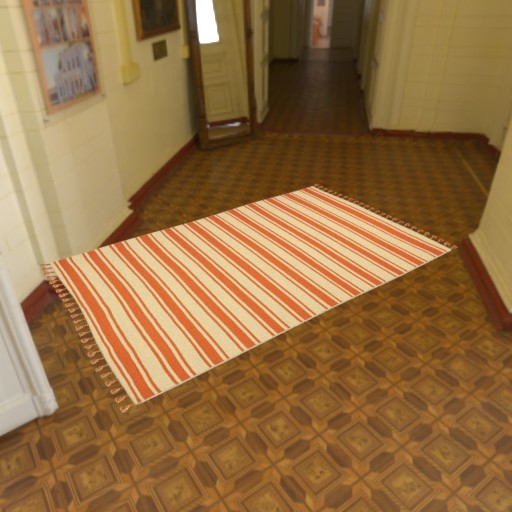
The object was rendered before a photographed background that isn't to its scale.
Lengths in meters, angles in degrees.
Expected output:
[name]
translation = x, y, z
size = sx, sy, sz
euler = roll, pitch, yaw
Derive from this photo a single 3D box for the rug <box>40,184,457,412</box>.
[rug]
translation = 0.000, 0.000, 2.547
size = 2.092, 0.017, 1.232
euler = -20, 36, -30
